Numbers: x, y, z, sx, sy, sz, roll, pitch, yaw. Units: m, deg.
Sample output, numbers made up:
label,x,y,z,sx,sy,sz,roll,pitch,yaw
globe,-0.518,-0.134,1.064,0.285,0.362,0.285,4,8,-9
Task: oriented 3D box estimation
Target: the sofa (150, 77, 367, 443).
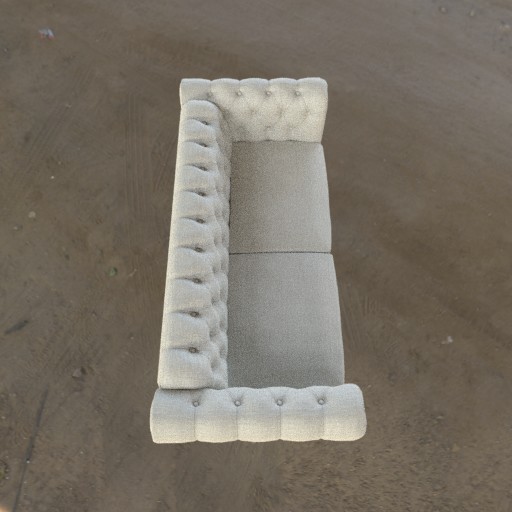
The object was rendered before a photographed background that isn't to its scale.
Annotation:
label,x,y,z,sx,sy,sz,roll,pitch,yaw
sofa,0.000,0.000,2.268,0.783,0.797,1.798,-1,63,0
